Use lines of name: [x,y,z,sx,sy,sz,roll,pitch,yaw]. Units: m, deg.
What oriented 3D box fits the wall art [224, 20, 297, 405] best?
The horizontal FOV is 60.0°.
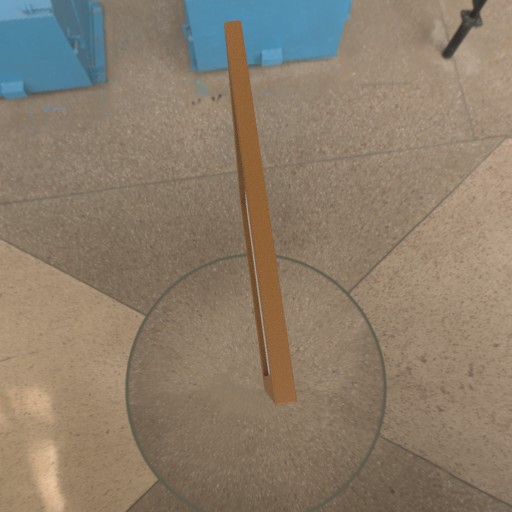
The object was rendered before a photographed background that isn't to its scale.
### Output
wall art: [0.000,0.000,0.747,0.021,0.550,0.449,-7,75,-2]
